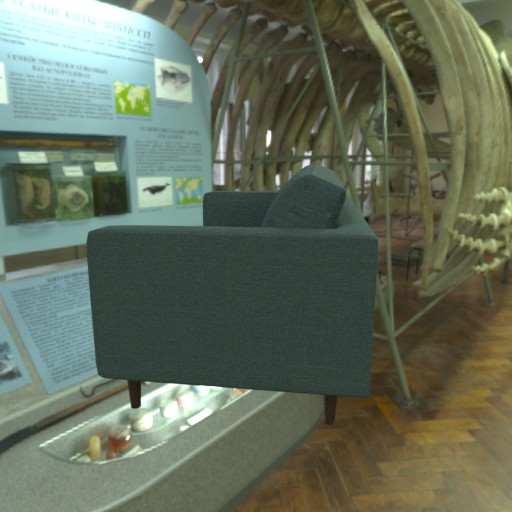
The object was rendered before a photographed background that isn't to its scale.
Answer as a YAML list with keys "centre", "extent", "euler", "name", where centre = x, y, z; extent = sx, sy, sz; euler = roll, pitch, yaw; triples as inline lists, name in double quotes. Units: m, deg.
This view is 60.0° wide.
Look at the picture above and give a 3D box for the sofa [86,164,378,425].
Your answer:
- centre: [0.000, 0.000, 2.276]
  extent: [0.999, 0.907, 1.659]
  euler: [2, 13, 8]
  name: "sofa"
